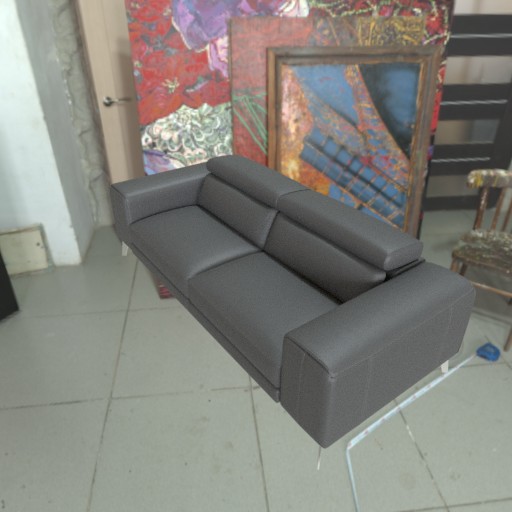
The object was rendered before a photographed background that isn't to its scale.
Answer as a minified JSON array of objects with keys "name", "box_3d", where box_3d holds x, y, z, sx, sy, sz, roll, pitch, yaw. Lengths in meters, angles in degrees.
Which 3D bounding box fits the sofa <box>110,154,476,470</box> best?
[{"name":"sofa","box_3d":[0.000,0.000,2.799,1.023,0.759,2.321,-21,37,-30]}]
